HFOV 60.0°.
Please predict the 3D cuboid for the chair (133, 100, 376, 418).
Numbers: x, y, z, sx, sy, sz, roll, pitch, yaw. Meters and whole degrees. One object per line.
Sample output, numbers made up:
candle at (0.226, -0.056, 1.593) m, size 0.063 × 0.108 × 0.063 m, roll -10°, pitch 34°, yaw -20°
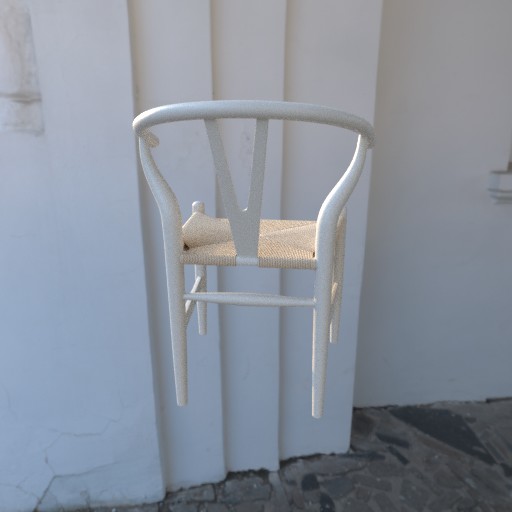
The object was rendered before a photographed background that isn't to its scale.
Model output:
chair at (0.000, 0.000, 1.148) m, size 0.569 × 0.730 × 0.579 m, roll 2°, pitch 16°, yaw 8°
